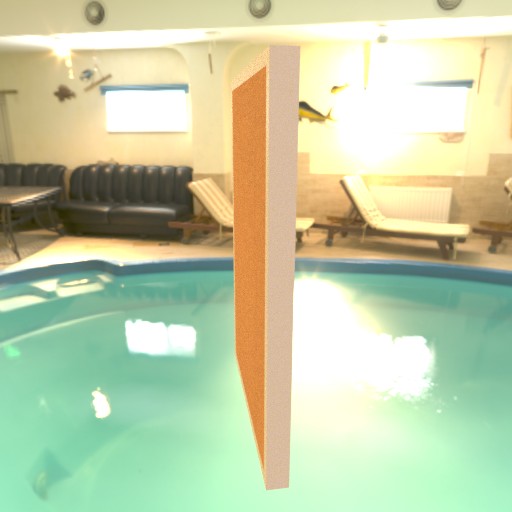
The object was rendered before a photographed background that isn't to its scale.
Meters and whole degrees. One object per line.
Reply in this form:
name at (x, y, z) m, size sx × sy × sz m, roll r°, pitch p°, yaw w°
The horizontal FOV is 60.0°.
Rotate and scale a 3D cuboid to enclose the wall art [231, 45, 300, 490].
wall art at (0.000, 0.000, 0.547) m, size 0.025 × 0.428 × 0.293 m, roll -2°, pitch 16°, yaw -9°
